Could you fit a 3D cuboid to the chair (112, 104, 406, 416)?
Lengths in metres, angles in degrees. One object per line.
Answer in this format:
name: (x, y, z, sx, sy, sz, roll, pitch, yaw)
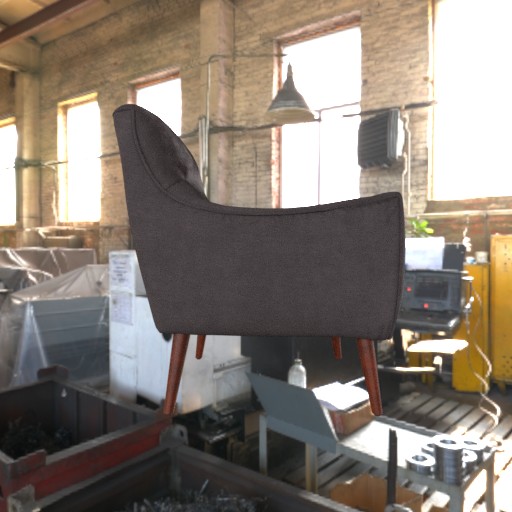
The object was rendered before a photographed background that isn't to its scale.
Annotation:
chair: (0.000, 0.000, 1.475, 0.787, 0.838, 0.762, 0, 1, 0)
